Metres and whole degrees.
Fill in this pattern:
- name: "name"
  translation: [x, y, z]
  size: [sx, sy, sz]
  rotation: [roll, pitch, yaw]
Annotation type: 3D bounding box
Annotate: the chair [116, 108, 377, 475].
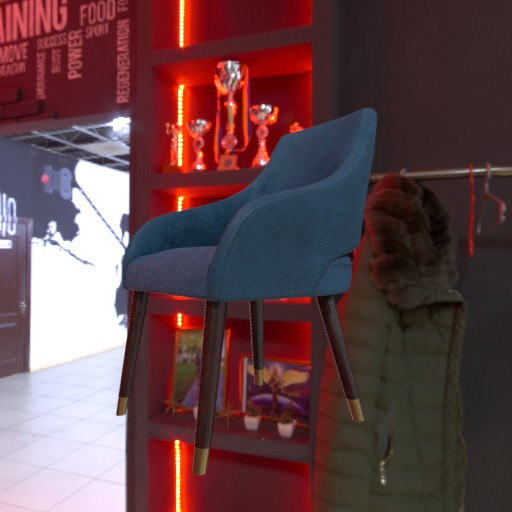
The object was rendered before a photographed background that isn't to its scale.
- name: "chair"
  translation: [0.000, 0.000, 1.544]
  size: [0.794, 1.081, 0.683]
  rotation: [0, -1, -38]
